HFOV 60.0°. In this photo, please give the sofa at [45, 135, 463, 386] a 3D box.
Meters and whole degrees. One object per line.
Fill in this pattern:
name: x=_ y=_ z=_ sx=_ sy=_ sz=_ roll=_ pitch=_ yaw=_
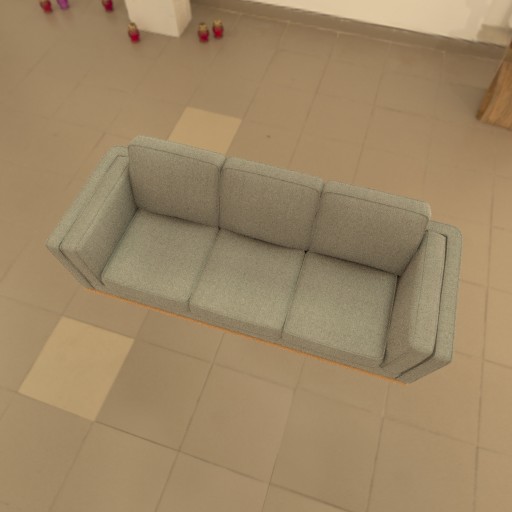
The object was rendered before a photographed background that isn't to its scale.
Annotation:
sofa: x=0.000 y=0.000 z=2.826 sx=2.362 sy=0.899 sz=0.903 roll=15 pitch=60 yaw=9
